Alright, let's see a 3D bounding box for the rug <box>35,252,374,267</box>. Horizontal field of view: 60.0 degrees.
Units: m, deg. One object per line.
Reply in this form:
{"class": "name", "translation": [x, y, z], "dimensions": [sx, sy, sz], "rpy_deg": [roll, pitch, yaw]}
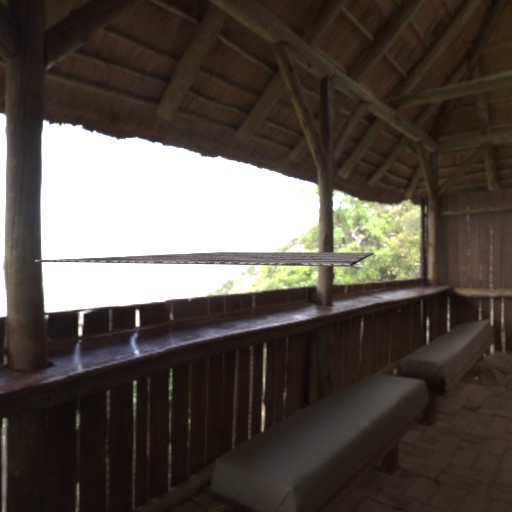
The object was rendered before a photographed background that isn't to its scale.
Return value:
{"class": "rug", "translation": [0.000, 0.000, 3.107], "dimensions": [1.517, 0.011, 2.435], "rpy_deg": [0, 2, 17]}
